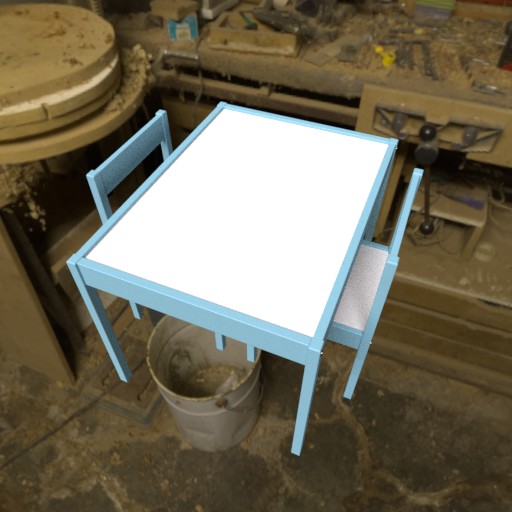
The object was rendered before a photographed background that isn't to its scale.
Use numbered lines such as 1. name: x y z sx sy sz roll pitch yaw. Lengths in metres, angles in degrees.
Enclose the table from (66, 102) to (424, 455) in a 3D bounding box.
1. table: 0.000 0.000 1.089 0.633 0.503 0.639 17 49 15
